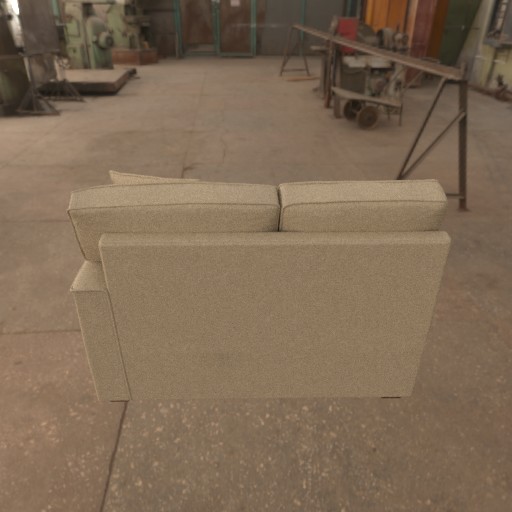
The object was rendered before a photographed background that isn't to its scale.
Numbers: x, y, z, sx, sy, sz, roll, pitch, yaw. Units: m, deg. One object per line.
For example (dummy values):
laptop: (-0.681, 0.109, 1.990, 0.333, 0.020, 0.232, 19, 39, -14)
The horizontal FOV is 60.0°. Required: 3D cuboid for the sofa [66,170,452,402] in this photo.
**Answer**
sofa: (0.000, 0.000, 2.100, 1.388, 0.989, 0.991, 0, 30, -1)
